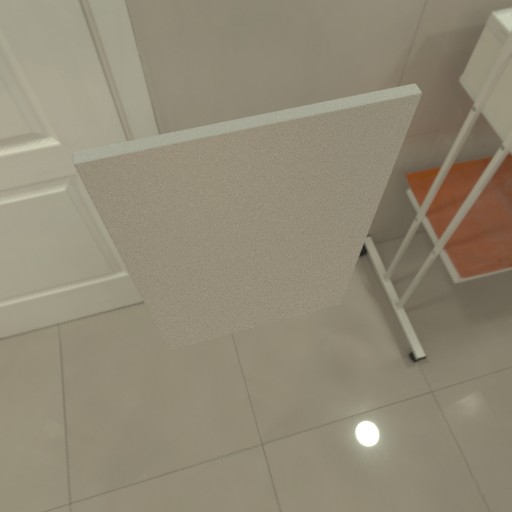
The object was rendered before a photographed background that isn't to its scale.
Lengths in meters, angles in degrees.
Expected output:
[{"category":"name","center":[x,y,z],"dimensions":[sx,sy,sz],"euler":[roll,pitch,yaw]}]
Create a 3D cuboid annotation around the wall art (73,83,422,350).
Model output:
[{"category":"wall art","center":[0.000,0.000,1.503],"dimensions":[0.808,1.183,0.038],"euler":[-14,60,-8]}]
